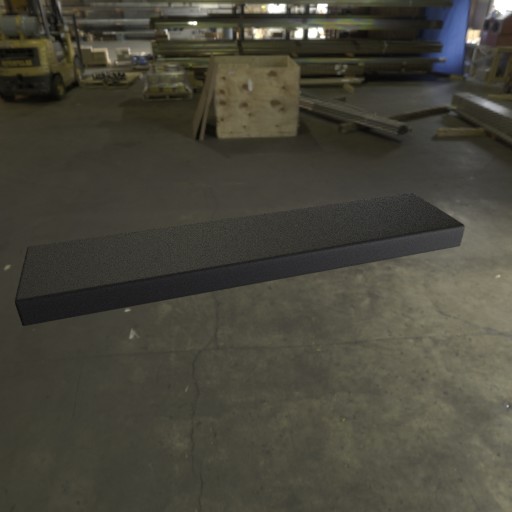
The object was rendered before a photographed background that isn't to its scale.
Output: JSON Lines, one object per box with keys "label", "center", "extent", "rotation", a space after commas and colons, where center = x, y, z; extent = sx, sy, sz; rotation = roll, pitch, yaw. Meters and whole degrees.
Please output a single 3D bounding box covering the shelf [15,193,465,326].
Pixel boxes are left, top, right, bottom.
{"label": "shelf", "center": [0.000, 0.000, 0.483], "extent": [0.456, 0.053, 0.102], "rotation": [-9, 32, -15]}
